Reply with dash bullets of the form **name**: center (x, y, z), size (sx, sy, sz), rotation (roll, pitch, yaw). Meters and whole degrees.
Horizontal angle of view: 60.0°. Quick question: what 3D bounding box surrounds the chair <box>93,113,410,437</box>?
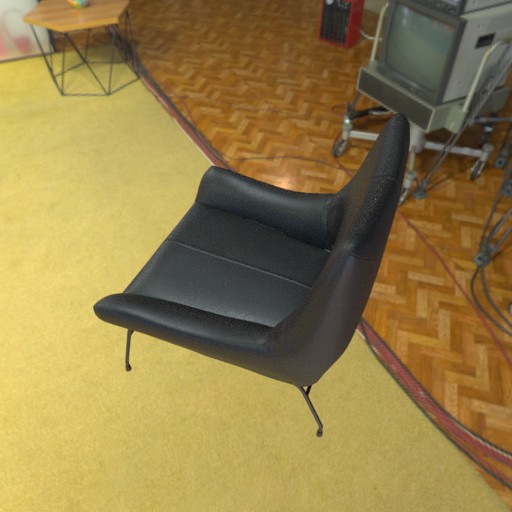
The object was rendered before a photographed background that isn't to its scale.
- **chair**: center (0.000, 0.000, 1.557), size (0.826, 0.922, 0.836), rotation (16, 48, 15)
